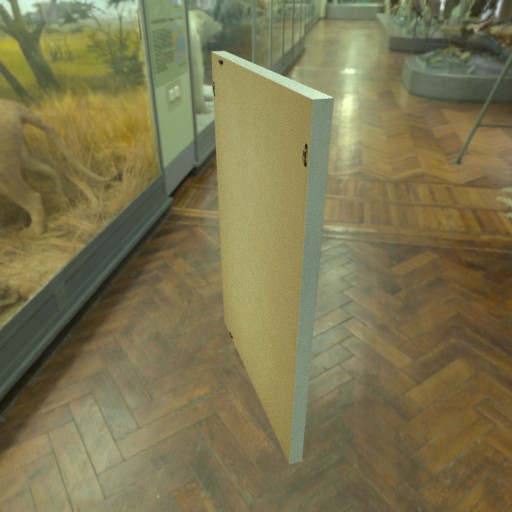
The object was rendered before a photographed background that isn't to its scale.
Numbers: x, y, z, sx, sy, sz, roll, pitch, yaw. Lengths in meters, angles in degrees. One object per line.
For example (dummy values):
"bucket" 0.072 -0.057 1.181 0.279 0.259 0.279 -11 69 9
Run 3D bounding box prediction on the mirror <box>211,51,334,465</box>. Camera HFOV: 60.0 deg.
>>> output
"mirror" 0.000 0.000 1.162 0.041 0.915 0.609 -10 33 -17
